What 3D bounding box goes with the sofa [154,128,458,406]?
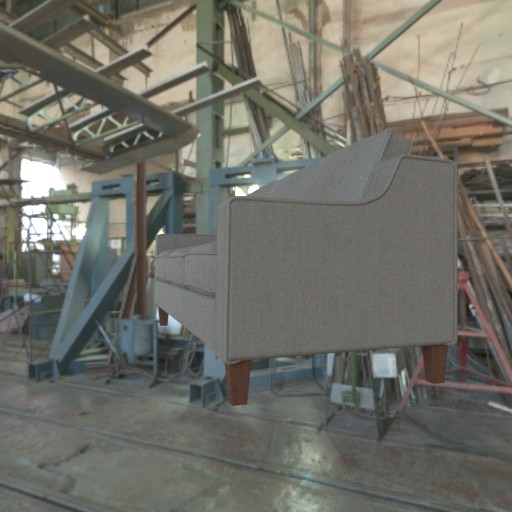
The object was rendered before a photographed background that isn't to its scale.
[{"bbox_3d":[0.000,0.000,2.431,0.911,0.974,1.986,0,-1,-19],"label":"sofa"}]
